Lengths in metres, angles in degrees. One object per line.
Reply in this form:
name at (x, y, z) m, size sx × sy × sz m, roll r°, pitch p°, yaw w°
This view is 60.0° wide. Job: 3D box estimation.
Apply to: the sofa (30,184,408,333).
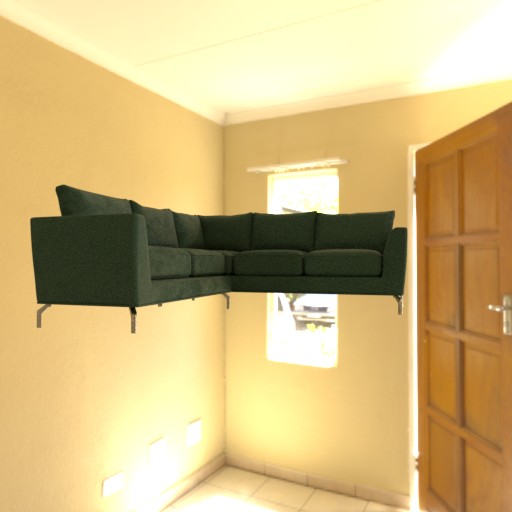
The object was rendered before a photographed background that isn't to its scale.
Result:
sofa at (0.000, 0.000, 3.783) m, size 2.452 × 1.004 × 2.468 m, roll 0°, pitch -1°, yaw 19°
